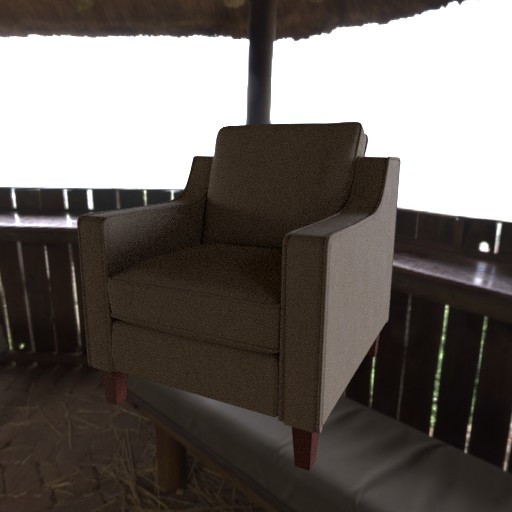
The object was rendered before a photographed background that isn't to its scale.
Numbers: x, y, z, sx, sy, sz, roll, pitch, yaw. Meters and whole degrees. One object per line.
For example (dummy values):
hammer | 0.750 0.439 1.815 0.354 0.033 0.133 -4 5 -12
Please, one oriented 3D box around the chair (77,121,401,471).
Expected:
chair | 0.000 0.000 1.623 0.831 0.960 0.909 7 15 27
